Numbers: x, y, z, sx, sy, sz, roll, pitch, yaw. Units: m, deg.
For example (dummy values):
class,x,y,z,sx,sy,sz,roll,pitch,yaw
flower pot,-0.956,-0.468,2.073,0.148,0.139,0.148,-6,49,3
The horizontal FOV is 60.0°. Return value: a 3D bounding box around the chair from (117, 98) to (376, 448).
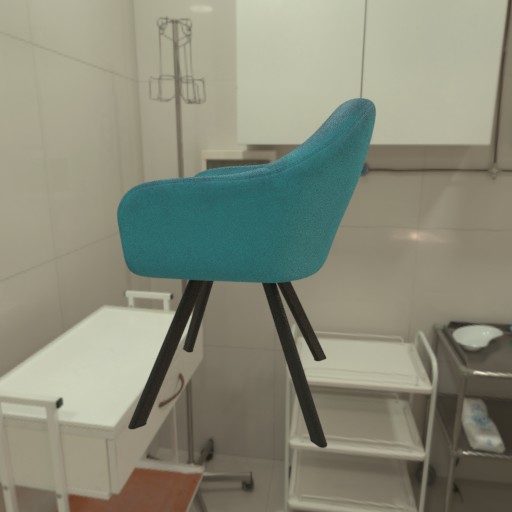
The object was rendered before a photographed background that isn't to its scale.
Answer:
class,x,y,z,sx,sy,sz,roll,pitch,yaw
chair,0.000,0.000,1.172,0.570,0.780,0.540,2,14,8
